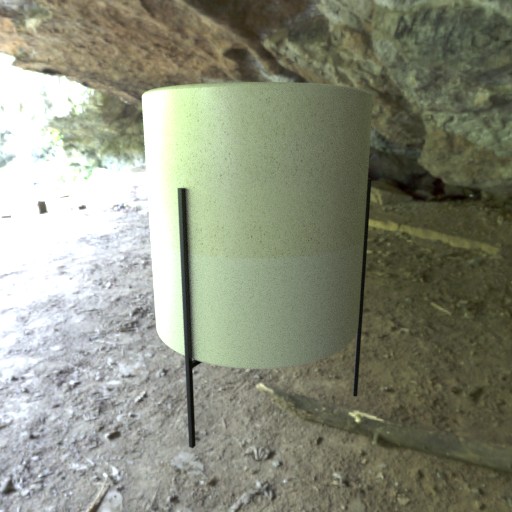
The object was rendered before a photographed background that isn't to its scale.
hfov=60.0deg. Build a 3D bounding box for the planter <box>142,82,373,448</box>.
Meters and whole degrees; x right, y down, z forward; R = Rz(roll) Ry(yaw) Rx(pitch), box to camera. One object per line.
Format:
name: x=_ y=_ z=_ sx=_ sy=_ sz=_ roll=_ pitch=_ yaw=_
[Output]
planter: x=0.000 y=0.000 z=0.705 sx=0.324 sy=0.483 sz=0.333 roll=-7 pitch=17 yaw=-26
